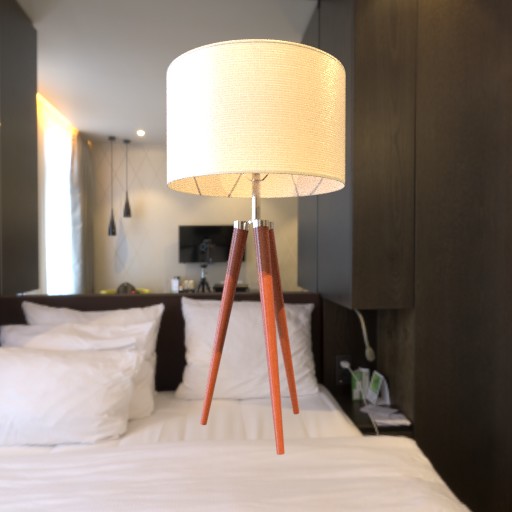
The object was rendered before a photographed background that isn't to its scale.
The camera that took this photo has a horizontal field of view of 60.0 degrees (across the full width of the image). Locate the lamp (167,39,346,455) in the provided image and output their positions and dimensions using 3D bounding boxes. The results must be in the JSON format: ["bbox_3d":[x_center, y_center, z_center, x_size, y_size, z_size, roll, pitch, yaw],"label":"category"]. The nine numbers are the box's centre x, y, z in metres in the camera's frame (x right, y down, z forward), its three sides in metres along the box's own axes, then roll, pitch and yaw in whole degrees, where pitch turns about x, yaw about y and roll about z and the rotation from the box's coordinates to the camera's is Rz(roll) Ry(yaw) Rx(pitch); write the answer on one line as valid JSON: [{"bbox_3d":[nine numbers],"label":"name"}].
[{"bbox_3d":[0.000,0.000,0.901,0.354,0.709,0.355,-1,1,-37],"label":"lamp"}]
